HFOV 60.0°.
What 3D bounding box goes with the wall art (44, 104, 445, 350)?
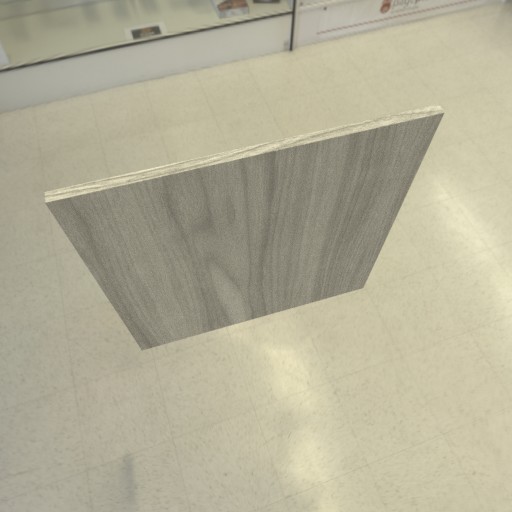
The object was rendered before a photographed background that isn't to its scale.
[{"bbox_3d":[0.000,0.000,0.760,0.508,0.507,0.016,-15,60,-9],"label":"wall art"}]
